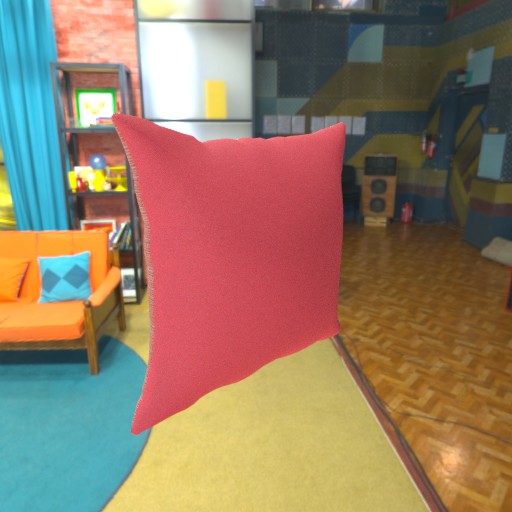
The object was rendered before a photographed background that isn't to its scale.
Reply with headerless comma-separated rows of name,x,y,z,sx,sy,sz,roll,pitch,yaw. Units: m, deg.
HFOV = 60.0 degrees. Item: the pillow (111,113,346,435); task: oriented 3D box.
pillow,0.000,0.000,0.838,0.559,0.501,0.229,-15,21,-42
